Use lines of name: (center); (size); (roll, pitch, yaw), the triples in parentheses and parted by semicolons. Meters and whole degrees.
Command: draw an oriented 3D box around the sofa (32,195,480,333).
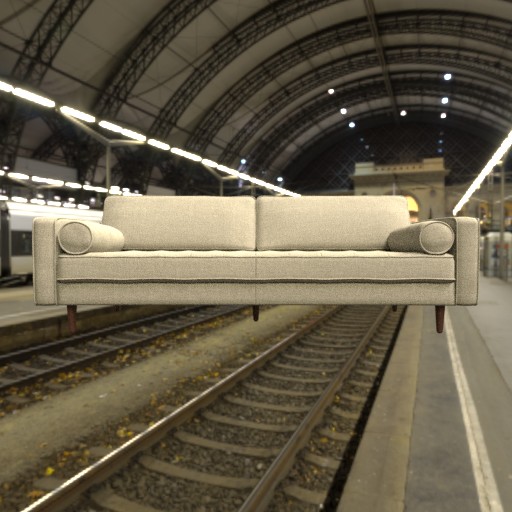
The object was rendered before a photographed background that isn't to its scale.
sofa: (0.000, 0.000, 2.593); (2.211, 0.762, 0.914); (0, 1, 0)
